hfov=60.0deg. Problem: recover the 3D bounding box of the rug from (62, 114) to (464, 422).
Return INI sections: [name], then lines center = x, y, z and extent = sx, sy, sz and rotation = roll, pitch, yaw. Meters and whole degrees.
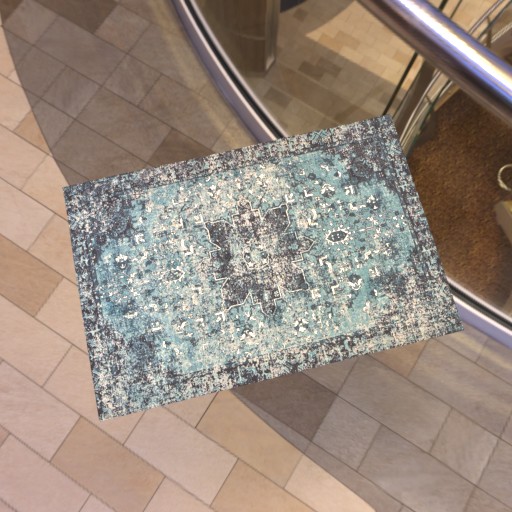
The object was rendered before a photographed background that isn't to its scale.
[rug]
center = 0.000, 0.000, 2.279
extent = 1.828, 0.005, 1.219
rotation = -13, 78, -3
